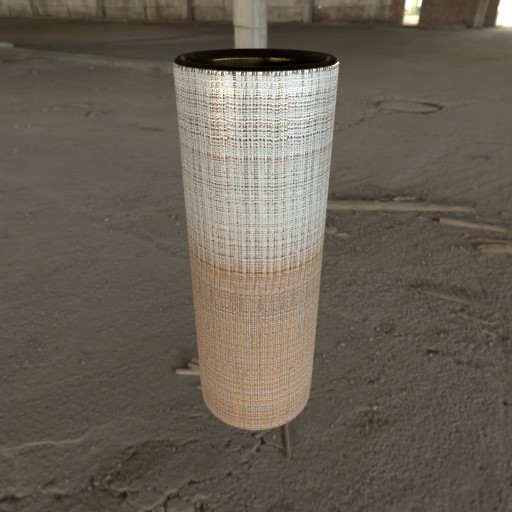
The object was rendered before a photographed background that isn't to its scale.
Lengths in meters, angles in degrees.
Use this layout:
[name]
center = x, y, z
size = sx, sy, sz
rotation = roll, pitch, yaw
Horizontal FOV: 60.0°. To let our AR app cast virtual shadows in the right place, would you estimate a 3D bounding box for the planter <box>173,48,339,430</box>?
[planter]
center = 0.000, 0.000, 0.336
size = 0.099, 0.278, 0.099
rotation = 19, 35, 30
